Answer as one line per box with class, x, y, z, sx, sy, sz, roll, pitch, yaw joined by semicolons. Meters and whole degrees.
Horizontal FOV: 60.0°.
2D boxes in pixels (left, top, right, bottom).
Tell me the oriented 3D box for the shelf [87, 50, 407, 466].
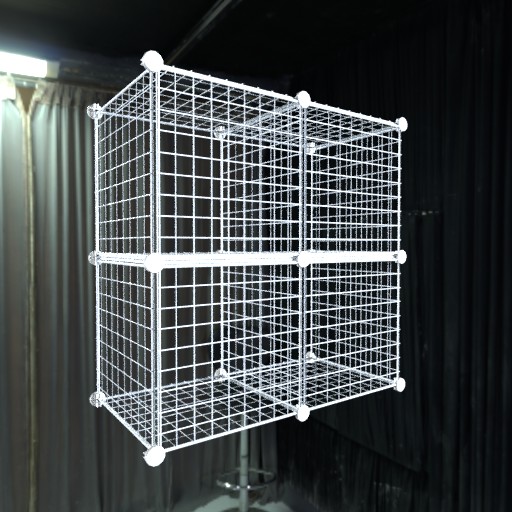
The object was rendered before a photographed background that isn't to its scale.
shelf;0.000;0.000;1.100;0.711;0.711;0.356;-1;2;-35
